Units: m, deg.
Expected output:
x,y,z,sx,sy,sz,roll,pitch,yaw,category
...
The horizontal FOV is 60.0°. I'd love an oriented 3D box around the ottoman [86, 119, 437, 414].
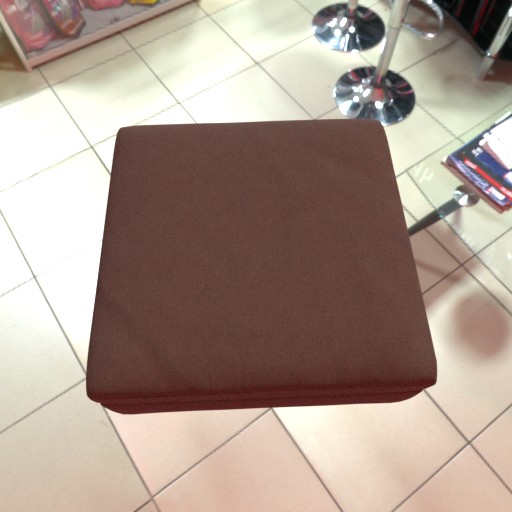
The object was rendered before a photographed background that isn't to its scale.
x,y,z,sx,sy,sz,roll,pitch,yaw,category
0.000,0.000,1.844,1.181,0.470,1.181,-2,64,-1,ottoman
